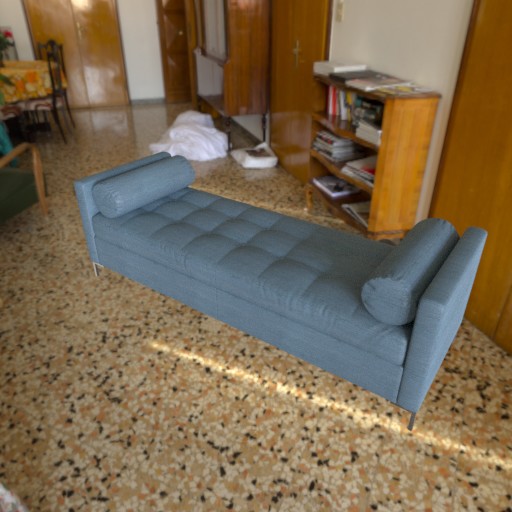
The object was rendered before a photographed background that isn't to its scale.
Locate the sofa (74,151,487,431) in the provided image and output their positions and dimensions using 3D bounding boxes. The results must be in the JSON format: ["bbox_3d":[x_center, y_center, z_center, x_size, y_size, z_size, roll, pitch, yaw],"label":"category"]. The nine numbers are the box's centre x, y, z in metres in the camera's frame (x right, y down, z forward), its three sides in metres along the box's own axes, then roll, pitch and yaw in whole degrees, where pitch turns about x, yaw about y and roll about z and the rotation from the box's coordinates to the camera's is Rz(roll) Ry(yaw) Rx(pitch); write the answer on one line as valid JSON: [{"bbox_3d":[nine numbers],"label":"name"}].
[{"bbox_3d":[0.000,0.000,2.315,1.981,0.635,0.686,20,35,30],"label":"sofa"}]
